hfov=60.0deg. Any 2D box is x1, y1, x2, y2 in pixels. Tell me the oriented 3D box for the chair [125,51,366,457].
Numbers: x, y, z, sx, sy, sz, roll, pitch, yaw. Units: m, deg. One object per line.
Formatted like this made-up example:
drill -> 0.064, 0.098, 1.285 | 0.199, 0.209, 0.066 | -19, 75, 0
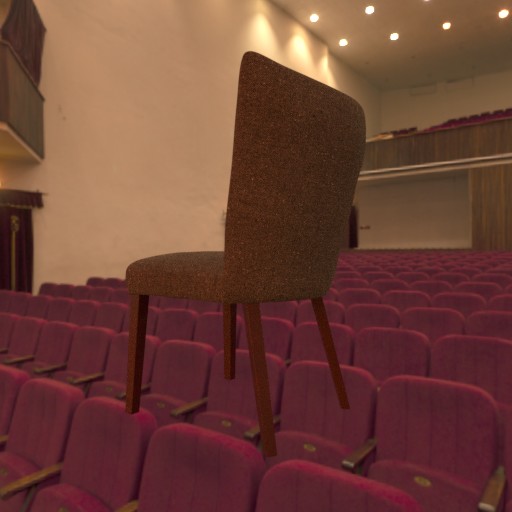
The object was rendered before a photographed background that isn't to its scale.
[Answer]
chair -> 0.000, 0.000, 1.305 | 0.623, 0.924, 0.535 | 0, 0, 37
